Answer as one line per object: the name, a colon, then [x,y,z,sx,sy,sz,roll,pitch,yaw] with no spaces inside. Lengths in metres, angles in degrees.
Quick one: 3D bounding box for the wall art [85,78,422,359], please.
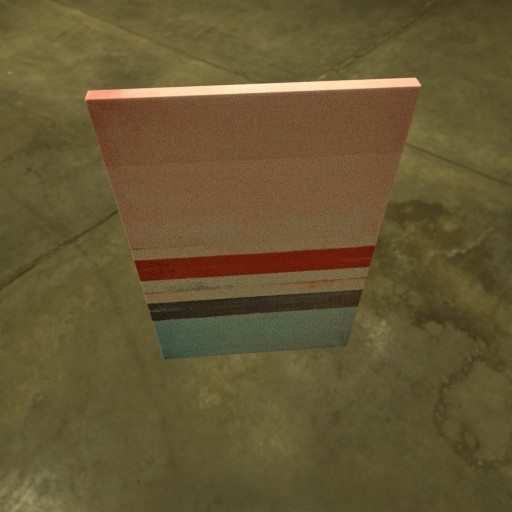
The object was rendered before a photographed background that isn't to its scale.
wall art: [0.000,0.000,1.150,0.610,0.914,0.038,-4,48,-3]
